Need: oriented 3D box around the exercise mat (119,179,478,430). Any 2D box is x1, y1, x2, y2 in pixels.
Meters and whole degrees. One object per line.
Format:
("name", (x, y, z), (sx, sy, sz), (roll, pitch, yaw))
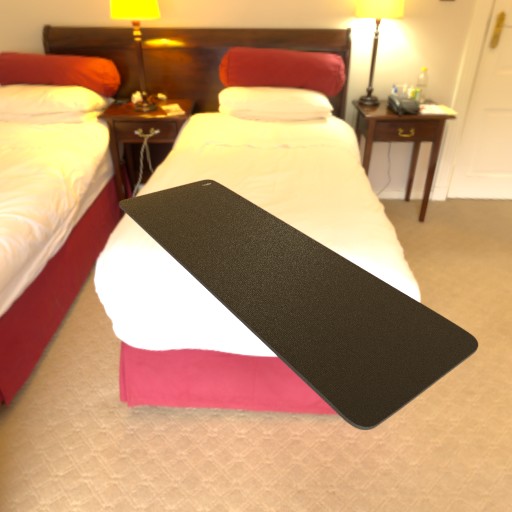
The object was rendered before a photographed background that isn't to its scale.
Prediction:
("exercise mat", (0.000, 0.000, 2.019), (0.616, 0.021, 1.869), (-21, 37, -30))
